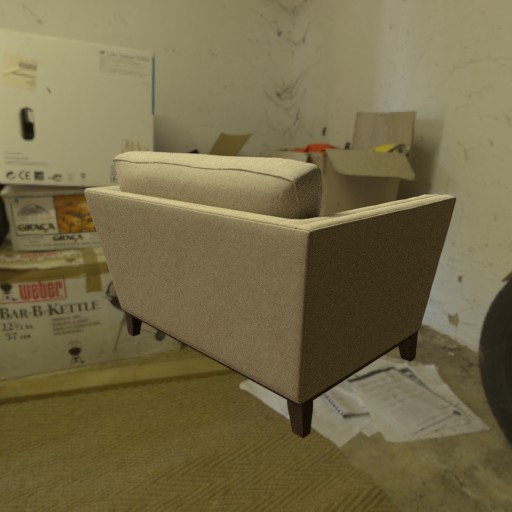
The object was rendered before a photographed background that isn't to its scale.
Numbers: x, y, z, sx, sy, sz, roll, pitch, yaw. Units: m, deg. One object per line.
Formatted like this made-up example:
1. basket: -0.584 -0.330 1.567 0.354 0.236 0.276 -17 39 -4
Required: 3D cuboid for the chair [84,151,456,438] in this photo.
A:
1. chair: 0.000 0.000 2.055 0.965 0.940 1.397 -14 20 -43
